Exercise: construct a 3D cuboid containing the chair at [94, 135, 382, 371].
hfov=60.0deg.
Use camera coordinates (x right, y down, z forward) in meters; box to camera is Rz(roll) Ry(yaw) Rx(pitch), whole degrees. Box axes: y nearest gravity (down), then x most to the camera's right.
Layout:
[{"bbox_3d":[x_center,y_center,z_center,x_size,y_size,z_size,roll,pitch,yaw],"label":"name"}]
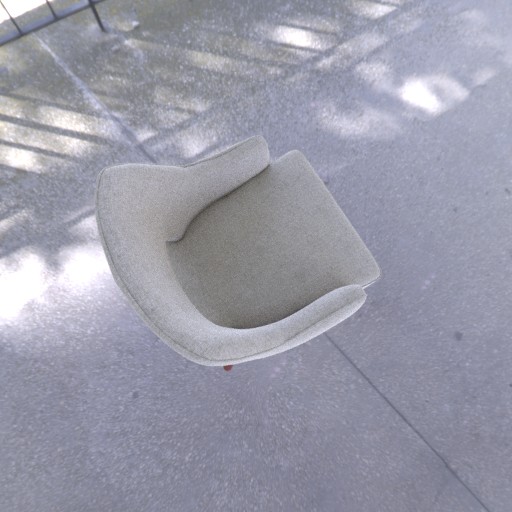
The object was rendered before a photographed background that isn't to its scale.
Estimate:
[{"bbox_3d":[0.000,0.000,1.239,0.605,0.849,0.548,-30,77,-7],"label":"chair"}]
